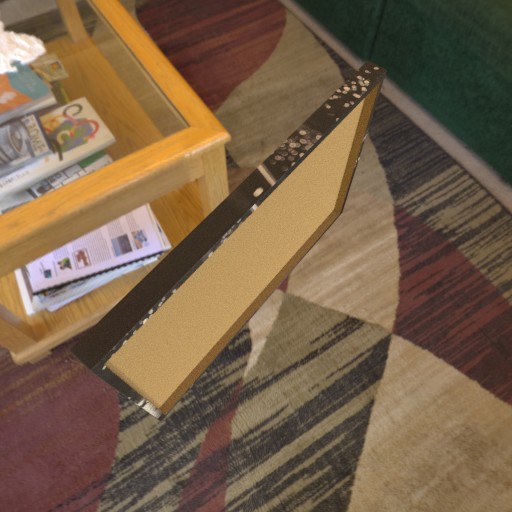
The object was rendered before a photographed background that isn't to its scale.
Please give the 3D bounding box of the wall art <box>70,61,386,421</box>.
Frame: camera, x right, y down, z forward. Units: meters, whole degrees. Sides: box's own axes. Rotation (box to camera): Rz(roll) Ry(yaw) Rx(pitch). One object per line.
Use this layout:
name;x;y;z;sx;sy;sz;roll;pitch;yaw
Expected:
wall art;0.000;0.000;0.772;0.037;0.406;0.609;36;68;17
